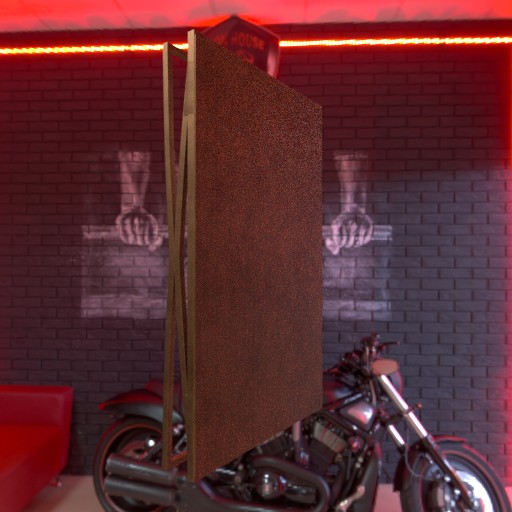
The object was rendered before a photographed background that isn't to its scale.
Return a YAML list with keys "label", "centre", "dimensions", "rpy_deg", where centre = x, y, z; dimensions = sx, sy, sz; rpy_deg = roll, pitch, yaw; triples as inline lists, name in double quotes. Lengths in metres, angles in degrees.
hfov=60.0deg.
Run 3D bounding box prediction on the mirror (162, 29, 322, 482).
- label: "mirror"
  centre: [0.000, 0.000, 0.962]
  dimensions: [0.082, 0.768, 0.468]
  rpy_deg: [0, -1, 36]
